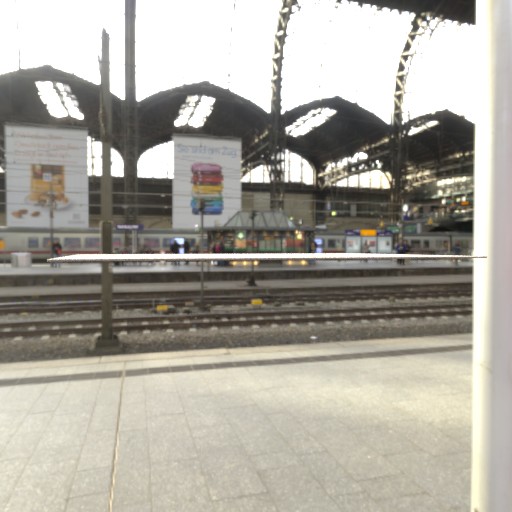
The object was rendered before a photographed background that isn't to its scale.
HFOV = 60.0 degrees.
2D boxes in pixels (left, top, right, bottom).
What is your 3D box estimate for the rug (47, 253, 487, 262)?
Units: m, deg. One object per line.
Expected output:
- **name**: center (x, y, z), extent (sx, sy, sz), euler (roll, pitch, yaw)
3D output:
- **rug**: center (0.000, 0.000, 2.256), extent (1.783, 0.008, 1.175), euler (0, 1, -18)
